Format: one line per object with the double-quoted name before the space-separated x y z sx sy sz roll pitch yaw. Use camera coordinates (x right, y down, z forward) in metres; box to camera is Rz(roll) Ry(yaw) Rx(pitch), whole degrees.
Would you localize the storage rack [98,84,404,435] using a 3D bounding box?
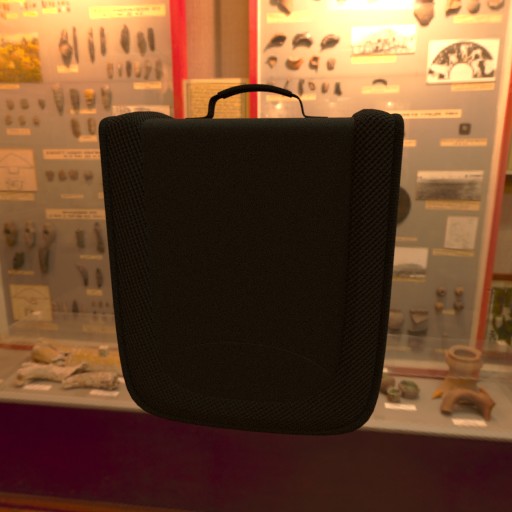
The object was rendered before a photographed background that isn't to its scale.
"storage rack" 0.000 0.000 0.534 0.297 0.387 0.168 2 15 9
